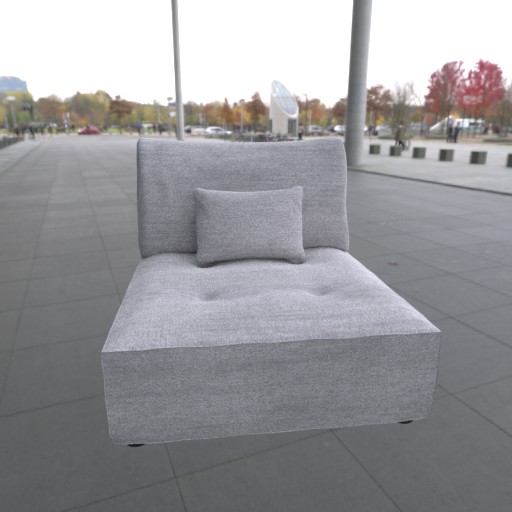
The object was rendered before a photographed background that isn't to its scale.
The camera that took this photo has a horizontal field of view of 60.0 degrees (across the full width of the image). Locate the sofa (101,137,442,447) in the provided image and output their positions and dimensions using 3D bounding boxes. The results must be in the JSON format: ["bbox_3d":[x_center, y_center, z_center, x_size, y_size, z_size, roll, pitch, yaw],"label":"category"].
[{"bbox_3d":[0.000,0.000,1.628,0.930,0.820,1.000,-2,17,-7],"label":"sofa"}]
